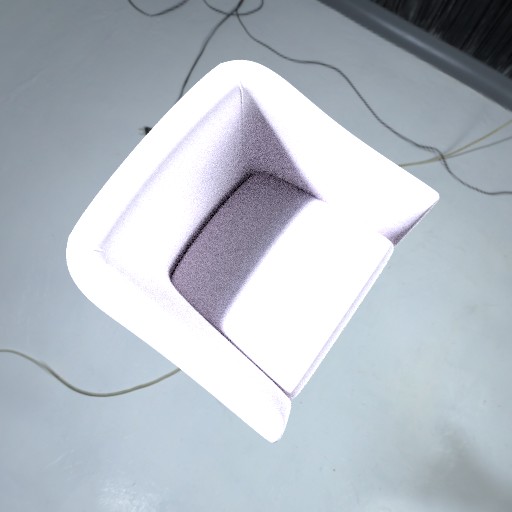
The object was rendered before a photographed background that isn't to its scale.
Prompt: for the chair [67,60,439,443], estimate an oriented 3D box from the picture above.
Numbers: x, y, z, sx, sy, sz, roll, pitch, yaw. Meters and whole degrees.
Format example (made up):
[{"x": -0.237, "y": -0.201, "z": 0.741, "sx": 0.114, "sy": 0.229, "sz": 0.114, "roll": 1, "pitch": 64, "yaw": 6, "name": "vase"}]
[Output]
[{"x": 0.000, "y": 0.000, "z": 1.382, "sx": 0.700, "sy": 0.720, "sz": 0.790, "roll": 35, "pitch": 78, "yaw": 9, "name": "chair"}]
